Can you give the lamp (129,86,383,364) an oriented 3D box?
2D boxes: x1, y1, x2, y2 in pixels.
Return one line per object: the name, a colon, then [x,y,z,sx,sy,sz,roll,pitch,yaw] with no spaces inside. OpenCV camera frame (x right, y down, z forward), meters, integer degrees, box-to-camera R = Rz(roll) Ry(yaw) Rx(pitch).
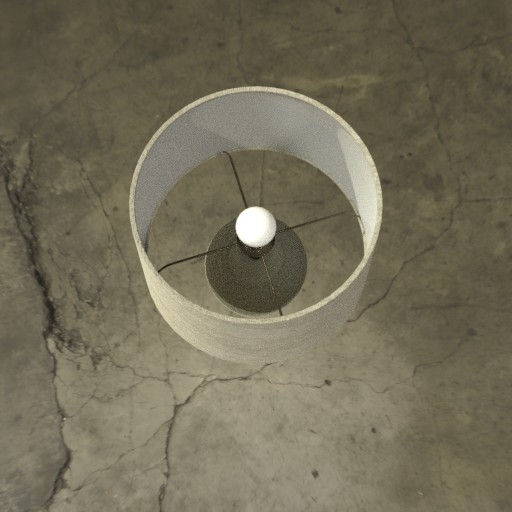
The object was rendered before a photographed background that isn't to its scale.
lamp: [0.000,0.000,0.819,0.390,0.580,0.390,0,76,0]
